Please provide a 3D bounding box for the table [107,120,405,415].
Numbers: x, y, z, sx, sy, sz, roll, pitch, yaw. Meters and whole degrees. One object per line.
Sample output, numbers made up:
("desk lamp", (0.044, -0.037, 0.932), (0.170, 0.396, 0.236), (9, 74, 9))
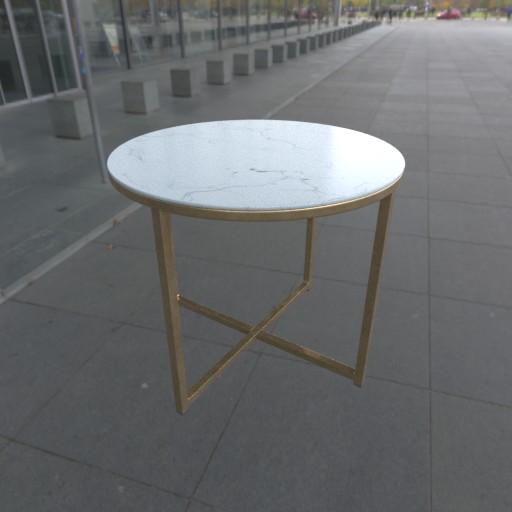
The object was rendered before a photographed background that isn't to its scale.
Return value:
("table", (0.000, 0.000, 0.876), (0.500, 0.420, 0.500), (0, 29, 0))
